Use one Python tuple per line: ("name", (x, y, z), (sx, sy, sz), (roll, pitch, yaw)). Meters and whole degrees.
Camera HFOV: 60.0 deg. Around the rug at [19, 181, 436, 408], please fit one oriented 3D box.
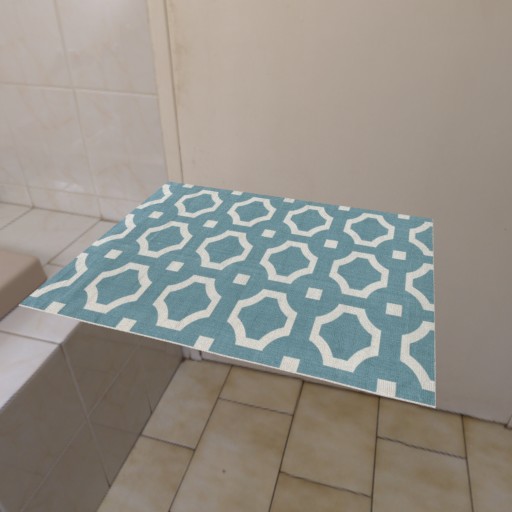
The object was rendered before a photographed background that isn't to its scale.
("rug", (0.000, 0.000, 3.997), (3.049, 0.021, 2.466), (10, 34, 15))
